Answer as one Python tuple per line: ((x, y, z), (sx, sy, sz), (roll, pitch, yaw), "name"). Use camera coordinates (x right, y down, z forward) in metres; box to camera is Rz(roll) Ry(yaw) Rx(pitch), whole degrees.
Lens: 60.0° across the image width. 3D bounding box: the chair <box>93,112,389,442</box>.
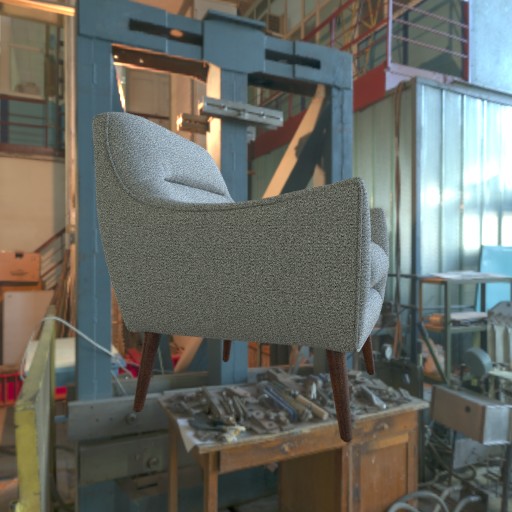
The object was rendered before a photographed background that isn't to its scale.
((0.000, 0.000, 1.395), (0.787, 0.838, 0.762), (0, 0, 20), "chair")
